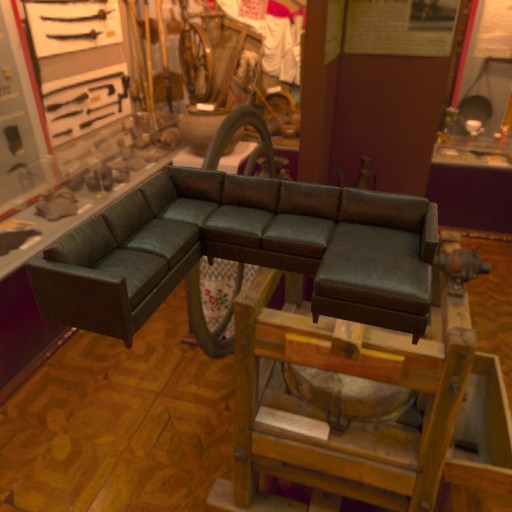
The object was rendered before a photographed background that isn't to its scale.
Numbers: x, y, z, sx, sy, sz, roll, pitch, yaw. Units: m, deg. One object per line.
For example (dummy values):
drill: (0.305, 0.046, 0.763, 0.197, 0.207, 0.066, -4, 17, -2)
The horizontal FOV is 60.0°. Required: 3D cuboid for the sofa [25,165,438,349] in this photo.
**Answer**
sofa: (0.000, 0.000, 4.424, 3.324, 0.891, 2.452, 10, 32, 16)
